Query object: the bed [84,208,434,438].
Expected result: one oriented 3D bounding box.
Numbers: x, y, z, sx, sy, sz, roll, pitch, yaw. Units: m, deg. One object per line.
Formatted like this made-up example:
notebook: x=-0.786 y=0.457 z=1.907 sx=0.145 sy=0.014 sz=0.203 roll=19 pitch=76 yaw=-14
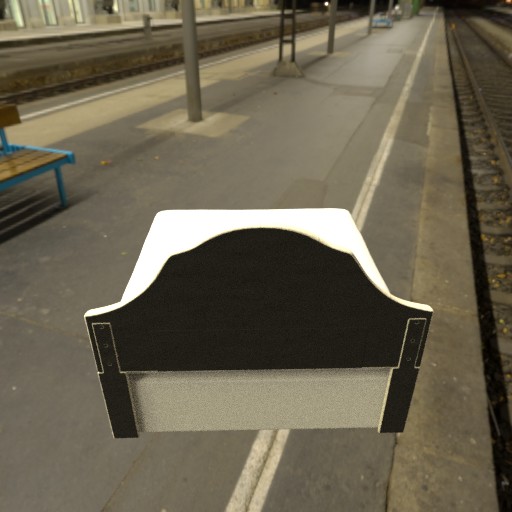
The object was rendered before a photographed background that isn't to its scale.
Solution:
bed: x=0.000 y=0.000 z=3.454 sx=2.012 sy=1.555 sz=2.086 roll=-1 pitch=30 yaw=-1
